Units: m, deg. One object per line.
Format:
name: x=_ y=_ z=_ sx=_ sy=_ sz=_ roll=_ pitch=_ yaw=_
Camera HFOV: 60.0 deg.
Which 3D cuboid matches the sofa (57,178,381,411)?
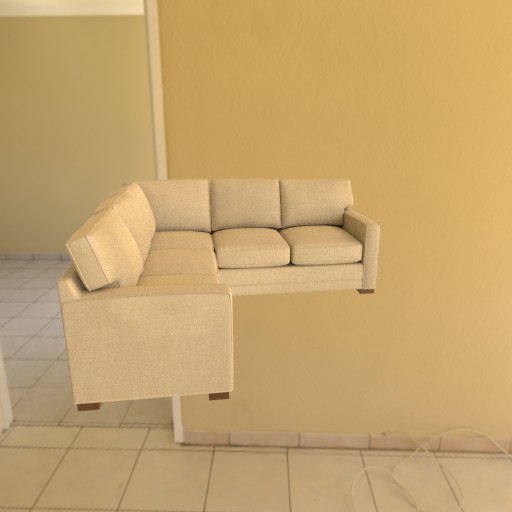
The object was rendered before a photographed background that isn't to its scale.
sofa: x=0.000 y=0.000 z=3.297 sx=2.189 sy=0.939 sz=2.182 roll=-2 pitch=17 yaw=-8
